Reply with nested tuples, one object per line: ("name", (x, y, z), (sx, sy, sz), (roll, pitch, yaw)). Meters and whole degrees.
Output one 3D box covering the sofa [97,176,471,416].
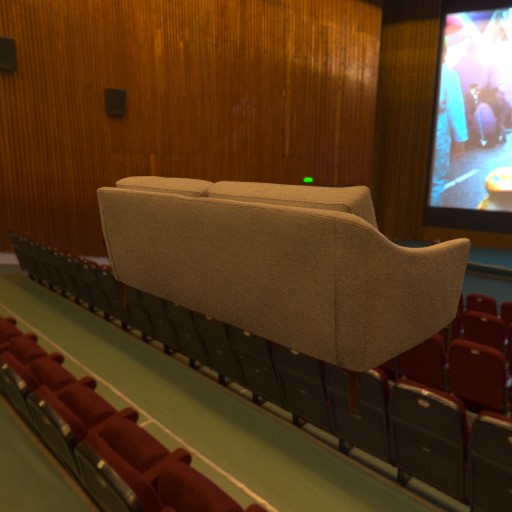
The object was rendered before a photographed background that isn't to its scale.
("sofa", (0.000, 0.000, 2.557), (2.036, 0.913, 0.980), (12, 18, 43))
